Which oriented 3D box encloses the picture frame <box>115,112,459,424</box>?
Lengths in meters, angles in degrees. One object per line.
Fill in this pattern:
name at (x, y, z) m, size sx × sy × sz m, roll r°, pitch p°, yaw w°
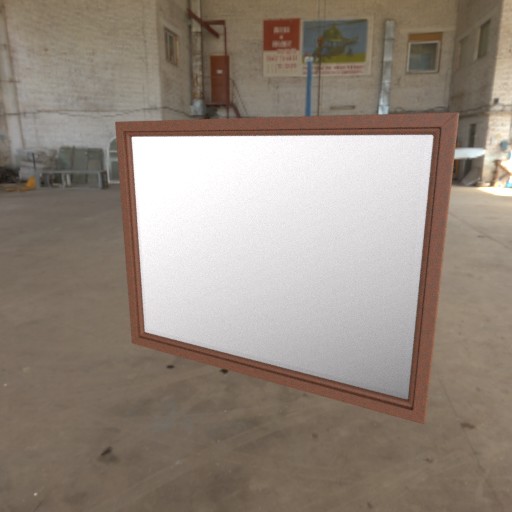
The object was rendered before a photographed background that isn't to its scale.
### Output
picture frame at (0.000, 0.000, 1.712) m, size 1.329 × 1.018 × 0.045 m, roll 8°, pitch 16°, yaw 27°
